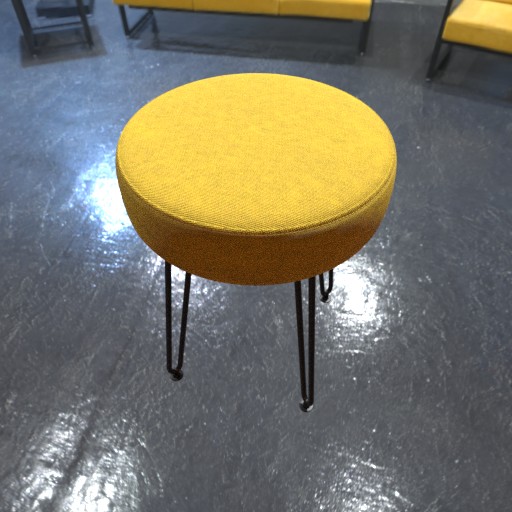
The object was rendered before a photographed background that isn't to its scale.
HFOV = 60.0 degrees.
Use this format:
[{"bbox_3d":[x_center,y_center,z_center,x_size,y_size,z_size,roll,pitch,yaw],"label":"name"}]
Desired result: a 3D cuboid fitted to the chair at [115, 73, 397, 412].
[{"bbox_3d":[0.000,0.000,0.699,0.345,0.455,0.345,10,49,9],"label":"chair"}]
